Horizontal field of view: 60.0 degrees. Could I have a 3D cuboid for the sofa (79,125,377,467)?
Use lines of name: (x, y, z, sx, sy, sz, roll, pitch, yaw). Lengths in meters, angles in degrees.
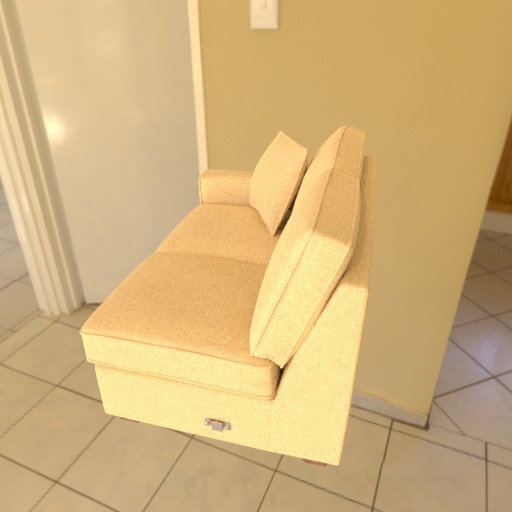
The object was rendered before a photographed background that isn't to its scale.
sofa: (0.000, 0.000, 2.037, 0.991, 0.989, 1.388, 7, 31, 12)
